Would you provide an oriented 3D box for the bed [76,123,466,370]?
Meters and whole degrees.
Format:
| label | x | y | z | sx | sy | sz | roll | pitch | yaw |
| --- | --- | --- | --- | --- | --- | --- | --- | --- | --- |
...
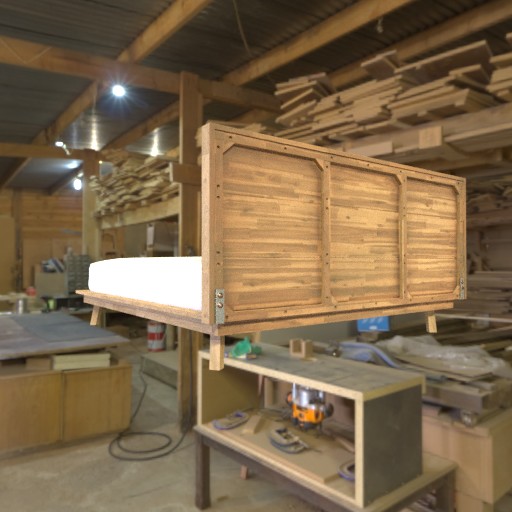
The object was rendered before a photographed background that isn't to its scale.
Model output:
| label | x | y | z | sx | sy | sz | roll | pitch | yaw |
| --- | --- | --- | --- | --- | --- | --- | --- | --- | --- |
| bed | 0.000 | 0.000 | 3.369 | 2.116 | 1.100 | 2.167 | 0 | -1 | -37 |
